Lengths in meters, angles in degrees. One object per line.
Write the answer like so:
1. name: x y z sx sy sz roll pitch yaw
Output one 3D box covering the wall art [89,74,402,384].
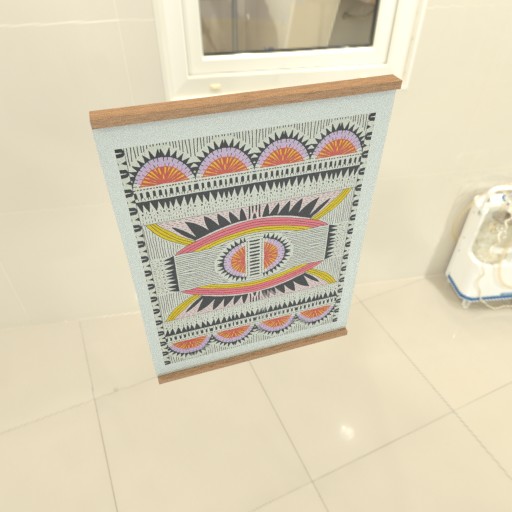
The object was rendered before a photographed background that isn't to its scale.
1. wall art: 0.000 0.000 0.828 0.456 0.609 0.028 -12 43 -13
